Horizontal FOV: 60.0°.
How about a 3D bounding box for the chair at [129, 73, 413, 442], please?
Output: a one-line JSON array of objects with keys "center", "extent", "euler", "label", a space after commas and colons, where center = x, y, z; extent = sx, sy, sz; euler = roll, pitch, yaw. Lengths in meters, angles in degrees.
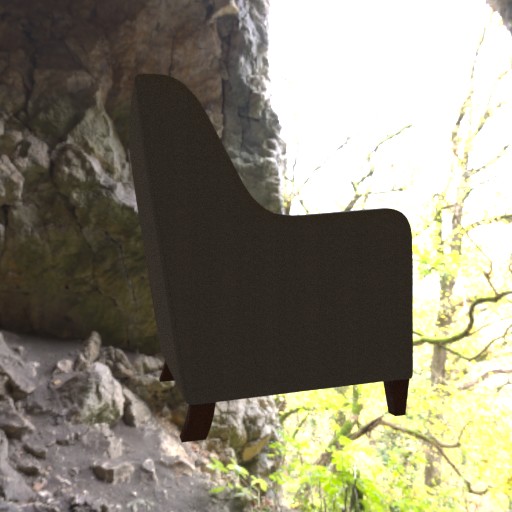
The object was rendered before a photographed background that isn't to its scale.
[{"center": [0.000, 0.000, 1.617], "extent": [0.890, 1.017, 0.715], "euler": [0, -1, -17], "label": "chair"}]
